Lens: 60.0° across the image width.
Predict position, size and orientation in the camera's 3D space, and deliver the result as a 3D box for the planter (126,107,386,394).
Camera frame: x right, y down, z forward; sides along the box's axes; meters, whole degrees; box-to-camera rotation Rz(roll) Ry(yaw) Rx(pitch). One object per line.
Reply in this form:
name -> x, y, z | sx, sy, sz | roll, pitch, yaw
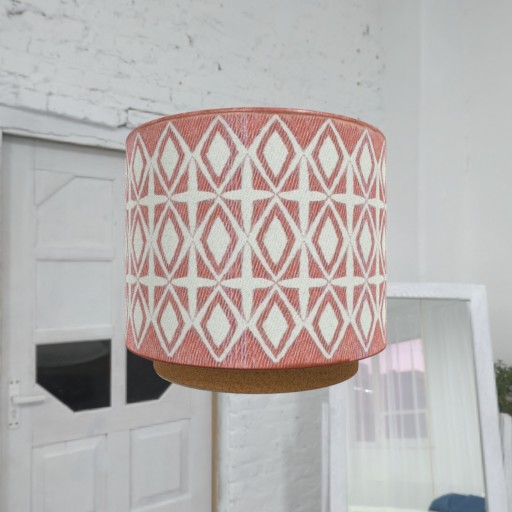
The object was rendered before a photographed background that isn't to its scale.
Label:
planter -> 0.000, 0.000, 0.485 | 0.273, 0.237, 0.273 | 0, 0, 0
